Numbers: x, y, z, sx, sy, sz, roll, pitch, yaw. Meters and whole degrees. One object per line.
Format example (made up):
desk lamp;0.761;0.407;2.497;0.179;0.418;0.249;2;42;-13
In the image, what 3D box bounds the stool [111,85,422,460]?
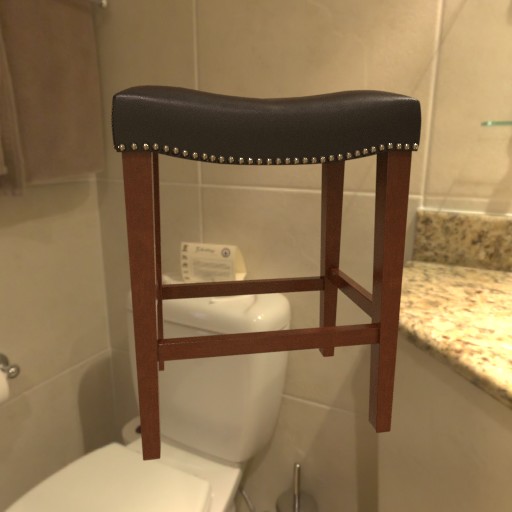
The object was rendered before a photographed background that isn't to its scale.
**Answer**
stool;0.000;0.000;0.933;0.504;0.654;0.372;-3;15;-10
